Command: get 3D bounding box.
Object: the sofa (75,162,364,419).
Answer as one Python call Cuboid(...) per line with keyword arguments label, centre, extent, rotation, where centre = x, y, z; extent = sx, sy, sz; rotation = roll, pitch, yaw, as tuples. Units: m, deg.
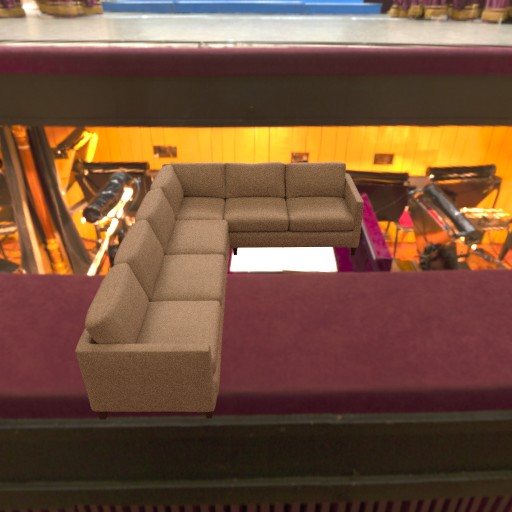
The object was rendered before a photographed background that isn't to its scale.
Cuboid(label="sofa", centre=(0.000, 0.000, 4.493), extent=(2.522, 0.934, 3.333), rotation=(0, 31, -1))
